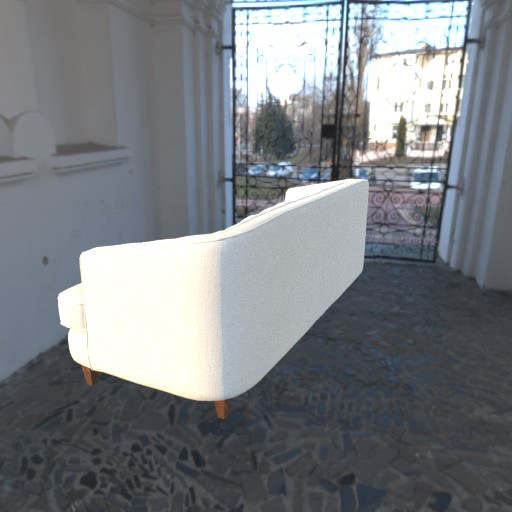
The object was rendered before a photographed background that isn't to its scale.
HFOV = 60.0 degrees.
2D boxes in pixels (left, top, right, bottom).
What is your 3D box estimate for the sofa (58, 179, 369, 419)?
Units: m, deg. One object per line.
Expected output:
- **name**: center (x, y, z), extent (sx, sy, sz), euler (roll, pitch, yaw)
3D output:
- **sofa**: center (0.000, 0.000, 2.793), extent (0.941, 0.855, 2.278), euler (9, 19, 27)
